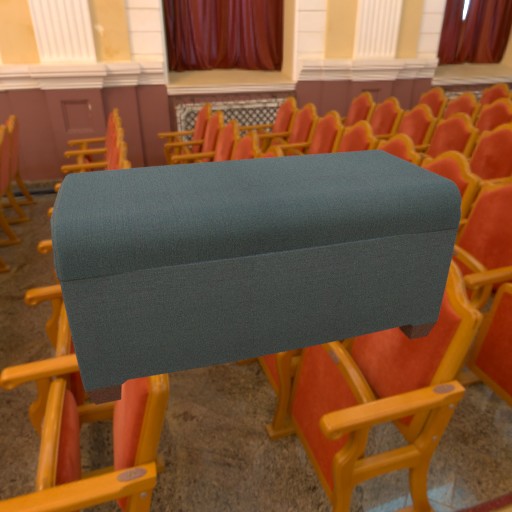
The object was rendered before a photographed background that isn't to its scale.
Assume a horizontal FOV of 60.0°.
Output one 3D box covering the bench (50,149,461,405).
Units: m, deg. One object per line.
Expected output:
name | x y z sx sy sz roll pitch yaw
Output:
bench | 0.000 0.000 1.256 0.995 0.474 0.476 -8 27 -15
